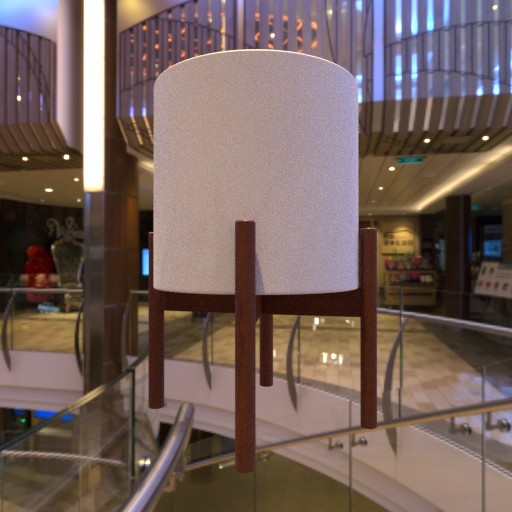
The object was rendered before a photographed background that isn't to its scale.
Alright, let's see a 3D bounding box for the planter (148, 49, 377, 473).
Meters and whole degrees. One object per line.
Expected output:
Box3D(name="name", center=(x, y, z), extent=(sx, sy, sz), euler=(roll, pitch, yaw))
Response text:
Box3D(name="planter", center=(0.000, 0.000, 0.926), extent=(0.417, 0.670, 0.417), euler=(0, 0, -35))
